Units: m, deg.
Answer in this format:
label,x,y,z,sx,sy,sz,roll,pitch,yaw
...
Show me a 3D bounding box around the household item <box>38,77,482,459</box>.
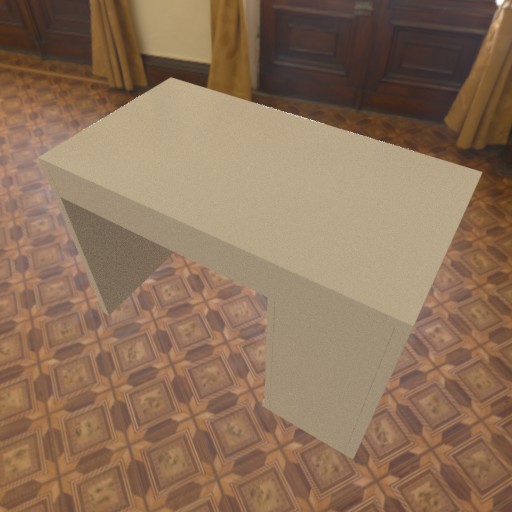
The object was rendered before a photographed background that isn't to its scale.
label,x,y,z,sx,sy,sz,roll,pitch,yaw
household item,0.000,0.000,1.518,1.100,0.749,0.597,24,51,21
